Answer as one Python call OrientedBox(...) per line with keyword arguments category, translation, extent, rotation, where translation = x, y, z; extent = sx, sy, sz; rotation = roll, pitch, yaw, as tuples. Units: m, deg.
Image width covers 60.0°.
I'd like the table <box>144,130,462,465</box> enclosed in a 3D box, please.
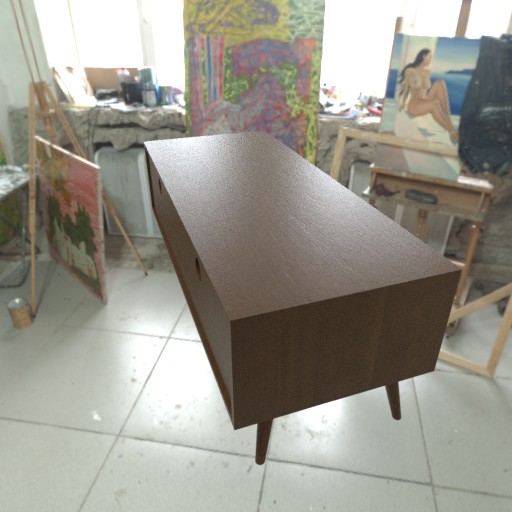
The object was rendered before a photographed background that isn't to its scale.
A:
OrientedBox(category="table", translation=(0.000, 0.000, 1.382), extent=(0.490, 0.464, 1.119), rotation=(-10, 32, -17))
